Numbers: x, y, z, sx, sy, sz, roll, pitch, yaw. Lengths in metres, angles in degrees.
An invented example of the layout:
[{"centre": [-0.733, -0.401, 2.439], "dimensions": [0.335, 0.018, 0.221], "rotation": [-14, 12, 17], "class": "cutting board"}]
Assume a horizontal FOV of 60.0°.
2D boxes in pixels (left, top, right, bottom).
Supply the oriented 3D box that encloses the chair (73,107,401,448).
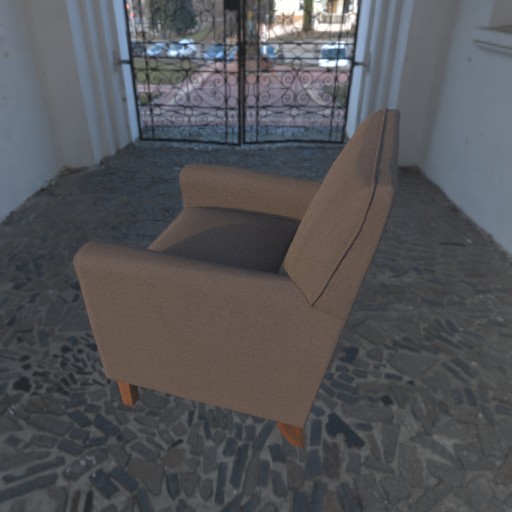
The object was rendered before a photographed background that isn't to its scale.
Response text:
[{"centre": [0.000, 0.000, 1.553], "dimensions": [0.831, 0.911, 0.836], "rotation": [8, 32, 14], "class": "chair"}]
